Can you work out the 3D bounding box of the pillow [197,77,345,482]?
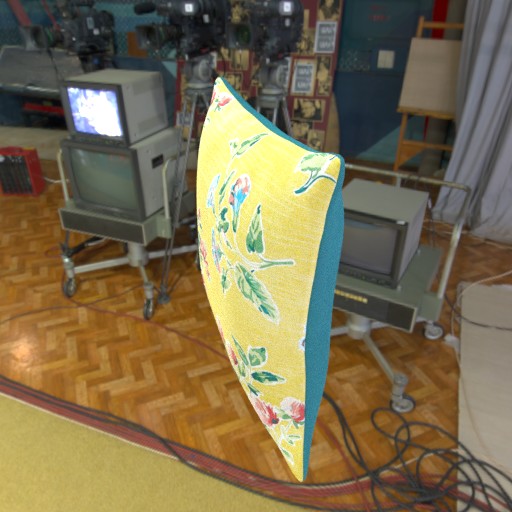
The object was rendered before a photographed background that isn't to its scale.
[{"bbox_3d":[0.000,0.000,0.764,0.166,0.508,0.525,-9,32,-14],"label":"pillow"}]
